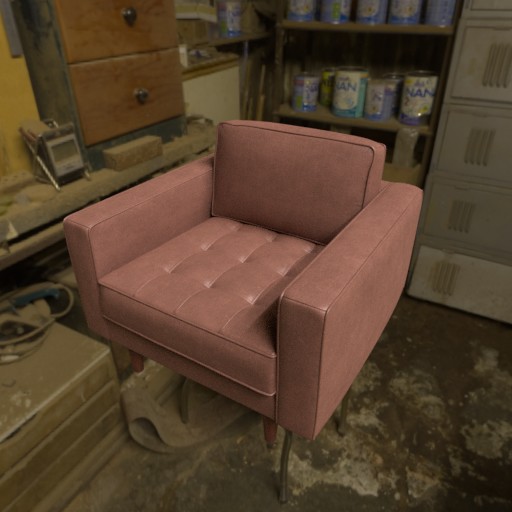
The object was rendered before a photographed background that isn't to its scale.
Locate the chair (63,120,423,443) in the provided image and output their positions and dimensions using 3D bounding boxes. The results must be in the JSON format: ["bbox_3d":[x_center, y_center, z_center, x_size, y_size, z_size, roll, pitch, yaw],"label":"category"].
[{"bbox_3d":[0.000,0.000,1.547,0.920,0.770,0.900,17,35,27],"label":"chair"}]
